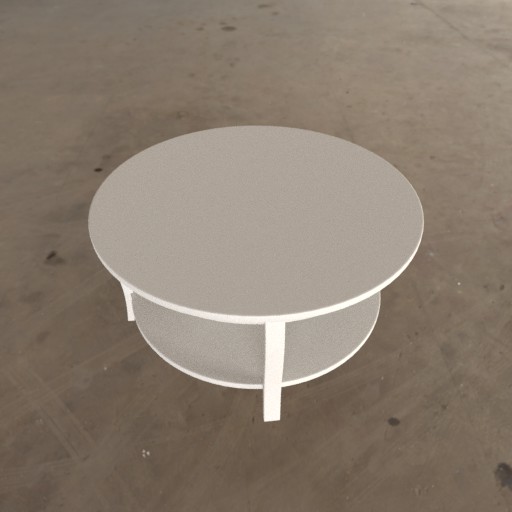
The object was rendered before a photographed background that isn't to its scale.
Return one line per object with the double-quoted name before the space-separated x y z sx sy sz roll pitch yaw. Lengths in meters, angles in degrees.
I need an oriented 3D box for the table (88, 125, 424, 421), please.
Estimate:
"table" 0.000 0.000 1.398 0.910 0.457 0.910 0 41 0
